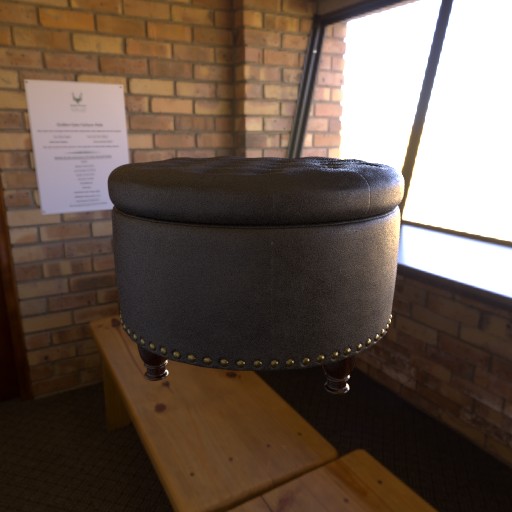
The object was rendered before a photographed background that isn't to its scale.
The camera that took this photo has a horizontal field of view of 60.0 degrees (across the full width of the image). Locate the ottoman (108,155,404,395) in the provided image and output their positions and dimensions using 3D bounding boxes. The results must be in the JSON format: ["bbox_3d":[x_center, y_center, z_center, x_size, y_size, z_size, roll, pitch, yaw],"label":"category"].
[{"bbox_3d":[0.000,0.000,1.046,0.637,0.442,0.637,0,15,0],"label":"ottoman"}]
